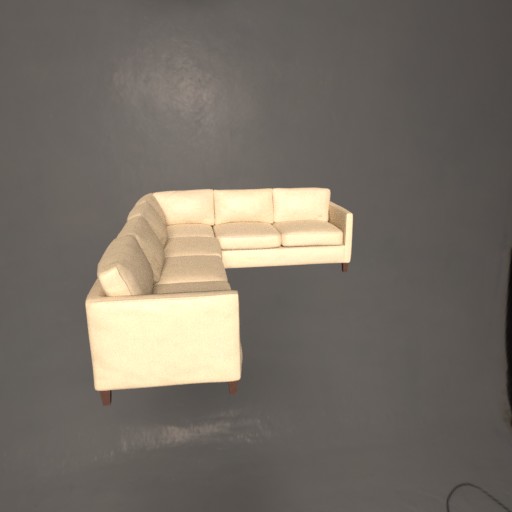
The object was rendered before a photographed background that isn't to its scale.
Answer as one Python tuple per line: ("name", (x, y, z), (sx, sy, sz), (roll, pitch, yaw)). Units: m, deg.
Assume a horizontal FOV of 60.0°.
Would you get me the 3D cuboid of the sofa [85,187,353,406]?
("sofa", (0.000, 0.000, 4.356), (2.593, 0.947, 3.302), (-3, 16, -9))
